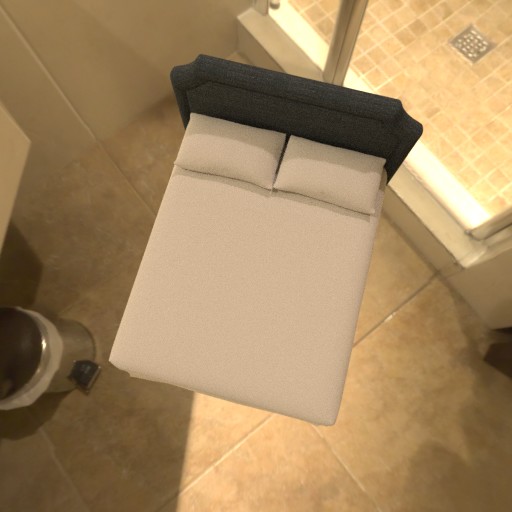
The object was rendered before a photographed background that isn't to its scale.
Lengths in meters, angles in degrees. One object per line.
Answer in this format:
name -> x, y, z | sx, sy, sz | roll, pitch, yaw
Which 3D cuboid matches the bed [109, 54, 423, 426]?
bed -> 0.000, 0.000, 3.258 | 1.828, 1.297, 2.208 | 15, 76, 4
